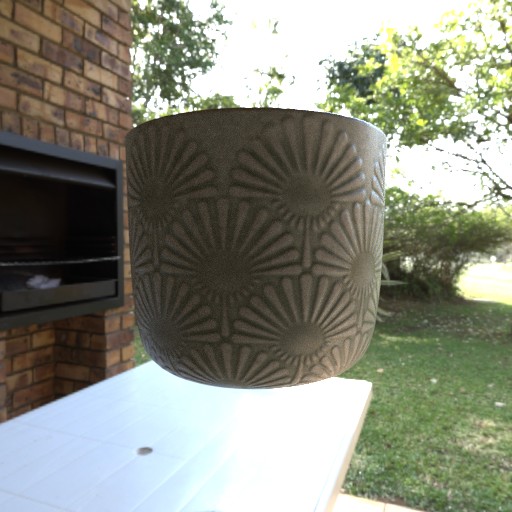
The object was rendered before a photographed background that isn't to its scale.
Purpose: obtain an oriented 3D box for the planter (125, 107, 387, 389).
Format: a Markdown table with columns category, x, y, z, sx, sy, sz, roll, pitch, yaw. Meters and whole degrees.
| category | x | y | z | sx | sy | sz | roll | pitch | yaw |
| --- | --- | --- | --- | --- | --- | --- | --- | --- | --- |
| planter | 0.000 | 0.000 | 0.219 | 0.124 | 0.109 | 0.124 | 0 | 1 | 0 |
